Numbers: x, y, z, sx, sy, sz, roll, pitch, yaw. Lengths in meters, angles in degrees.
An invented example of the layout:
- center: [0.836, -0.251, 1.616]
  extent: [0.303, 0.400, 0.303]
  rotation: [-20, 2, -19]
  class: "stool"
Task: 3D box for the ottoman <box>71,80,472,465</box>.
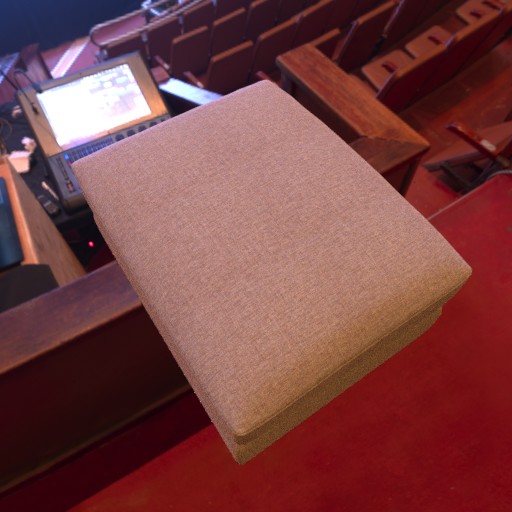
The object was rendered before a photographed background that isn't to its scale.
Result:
- center: [0.000, 0.000, 1.108]
  extent: [0.584, 0.513, 0.741]
  rotation: [-30, 63, -17]
  class: "ottoman"
